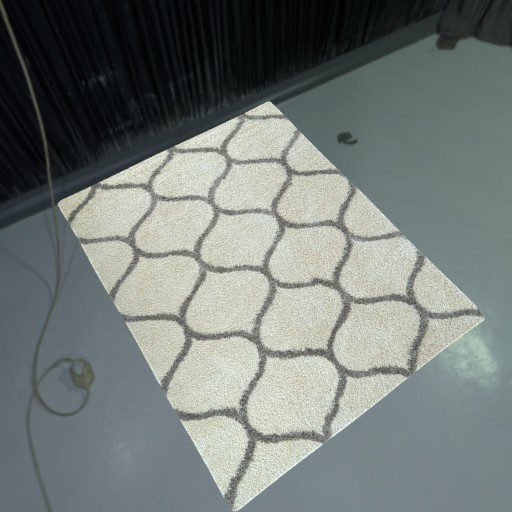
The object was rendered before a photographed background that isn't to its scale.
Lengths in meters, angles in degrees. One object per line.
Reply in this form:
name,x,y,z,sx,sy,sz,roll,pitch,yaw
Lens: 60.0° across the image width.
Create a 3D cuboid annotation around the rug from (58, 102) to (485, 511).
rug,0.000,0.000,3.802,2.399,0.026,3.000,-31,65,-16
